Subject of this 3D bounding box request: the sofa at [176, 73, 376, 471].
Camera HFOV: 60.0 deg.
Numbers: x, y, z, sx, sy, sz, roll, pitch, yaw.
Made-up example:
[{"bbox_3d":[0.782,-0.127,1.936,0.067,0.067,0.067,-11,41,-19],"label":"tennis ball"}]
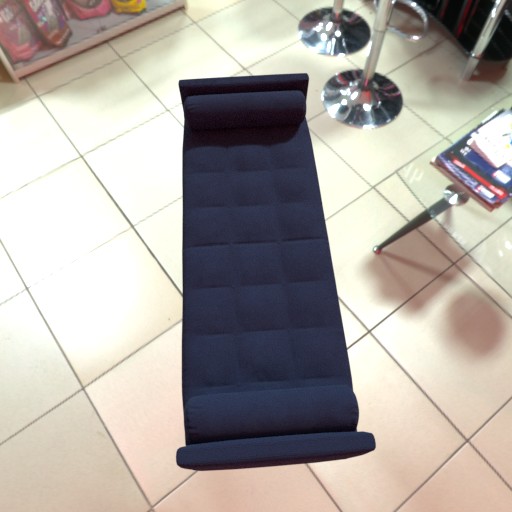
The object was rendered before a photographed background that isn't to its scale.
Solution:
[{"bbox_3d":[0.000,0.000,2.444,0.797,0.657,2.102,-4,63,-2],"label":"sofa"}]
